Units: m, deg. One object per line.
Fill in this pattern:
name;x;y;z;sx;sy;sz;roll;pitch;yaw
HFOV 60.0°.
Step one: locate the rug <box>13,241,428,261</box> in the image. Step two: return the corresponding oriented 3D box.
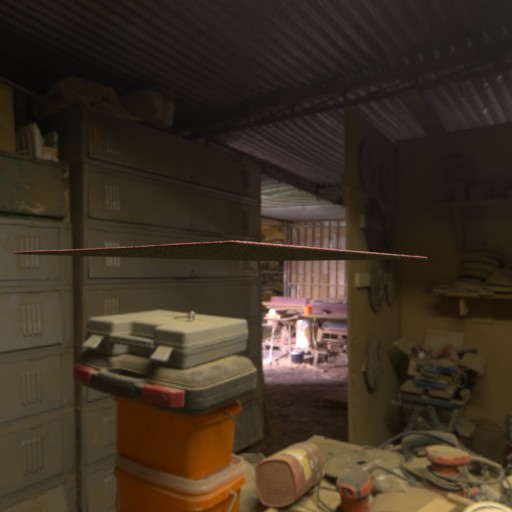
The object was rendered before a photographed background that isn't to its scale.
rug;0.000;0.000;2.141;1.139;0.011;1.747;-1;-2;36
